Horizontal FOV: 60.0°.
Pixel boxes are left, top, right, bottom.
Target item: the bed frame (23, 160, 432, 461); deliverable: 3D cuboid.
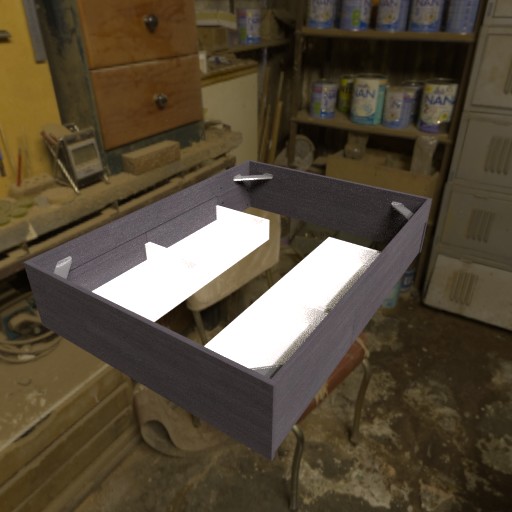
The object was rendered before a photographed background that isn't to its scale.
[{"bbox_3d":[0.000,0.000,2.624,1.448,0.459,1.944,19,35,29],"label":"bed frame"}]
